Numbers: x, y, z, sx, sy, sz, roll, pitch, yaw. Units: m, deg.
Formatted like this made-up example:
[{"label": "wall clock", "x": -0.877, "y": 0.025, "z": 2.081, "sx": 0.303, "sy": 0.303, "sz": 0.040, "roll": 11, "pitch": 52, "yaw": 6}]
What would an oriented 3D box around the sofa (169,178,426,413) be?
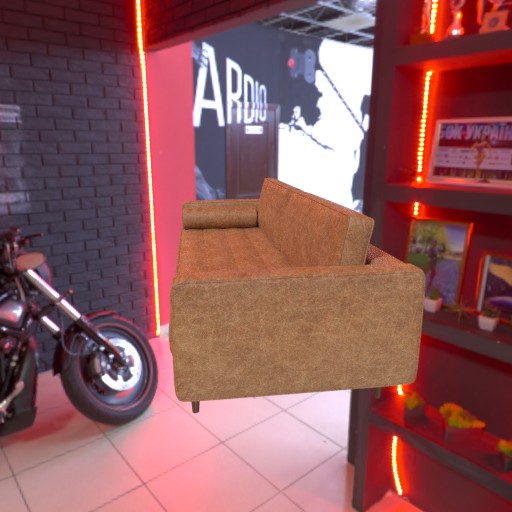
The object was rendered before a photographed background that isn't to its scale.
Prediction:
[{"label": "sofa", "x": 0.000, "y": 0.000, "z": 2.581, "sx": 0.919, "sy": 0.770, "sz": 2.200, "roll": -2, "pitch": 14, "yaw": -8}]
